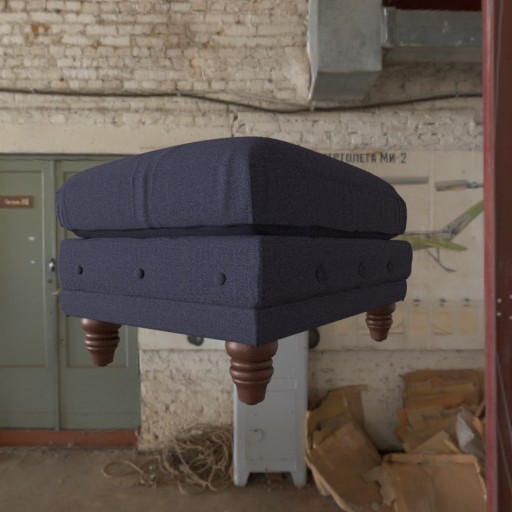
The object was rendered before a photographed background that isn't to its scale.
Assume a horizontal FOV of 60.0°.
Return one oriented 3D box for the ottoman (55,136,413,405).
[{"bbox_3d":[0.000,0.000,1.111,0.558,0.486,0.767,1,2,35],"label":"ottoman"}]
